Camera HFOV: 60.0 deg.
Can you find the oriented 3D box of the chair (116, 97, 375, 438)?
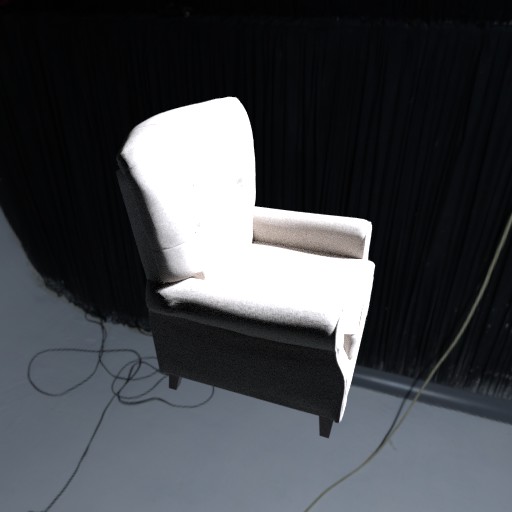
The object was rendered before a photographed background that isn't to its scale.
[{"bbox_3d":[0.000,0.000,1.984,1.025,1.209,0.942,11,33,17],"label":"chair"}]
